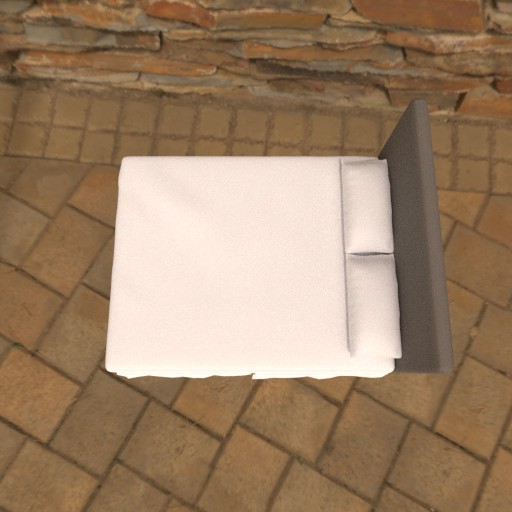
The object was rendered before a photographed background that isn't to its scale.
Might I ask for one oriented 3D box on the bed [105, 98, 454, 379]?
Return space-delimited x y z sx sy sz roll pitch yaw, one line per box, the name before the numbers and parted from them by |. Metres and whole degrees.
bed | 0.000 0.000 3.152 2.142 1.330 1.723 0 76 0
